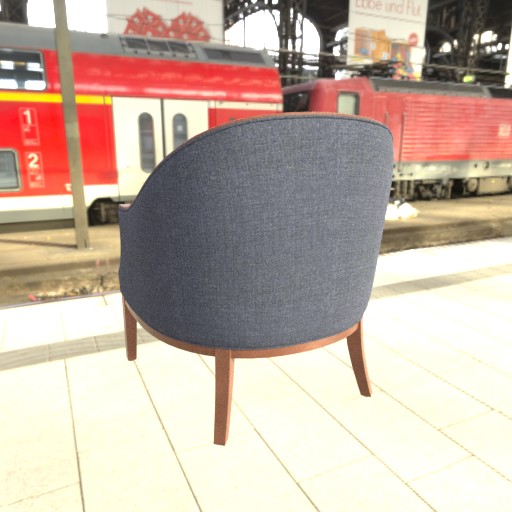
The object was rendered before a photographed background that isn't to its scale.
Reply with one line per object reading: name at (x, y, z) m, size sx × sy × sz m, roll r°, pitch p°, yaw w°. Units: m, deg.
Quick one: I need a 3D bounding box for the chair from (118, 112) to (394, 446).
chair at (0.000, 0.000, 1.478) m, size 0.803 × 0.876 × 0.735 m, roll -7°, pitch 16°, yaw -27°
